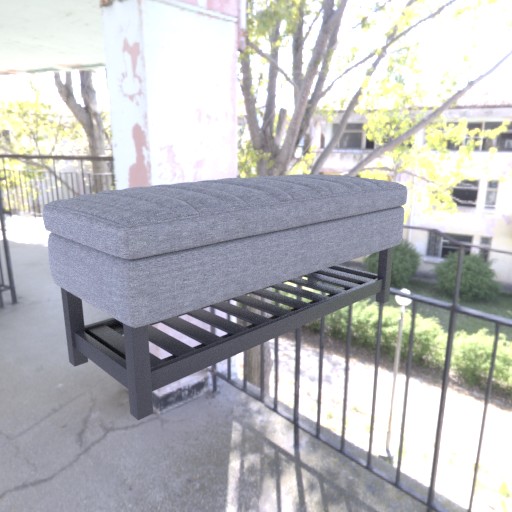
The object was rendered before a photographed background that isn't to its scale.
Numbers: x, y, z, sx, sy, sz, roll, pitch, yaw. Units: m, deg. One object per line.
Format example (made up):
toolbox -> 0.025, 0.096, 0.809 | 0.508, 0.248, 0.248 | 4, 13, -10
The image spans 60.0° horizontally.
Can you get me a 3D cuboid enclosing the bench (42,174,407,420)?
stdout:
bench -> 0.000, 0.000, 1.358 | 1.100, 0.470, 0.429 | -14, 20, -43
